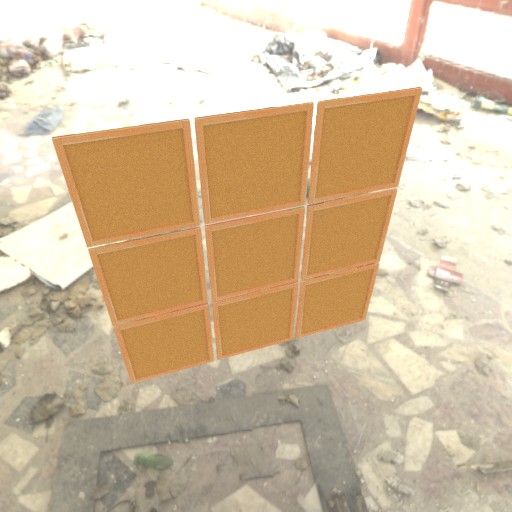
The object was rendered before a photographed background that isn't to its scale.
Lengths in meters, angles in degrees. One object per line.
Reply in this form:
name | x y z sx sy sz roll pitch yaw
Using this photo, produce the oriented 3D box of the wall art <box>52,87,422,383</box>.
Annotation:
wall art | 0.000 0.000 1.797 1.216 1.220 0.013 -12 43 -14
